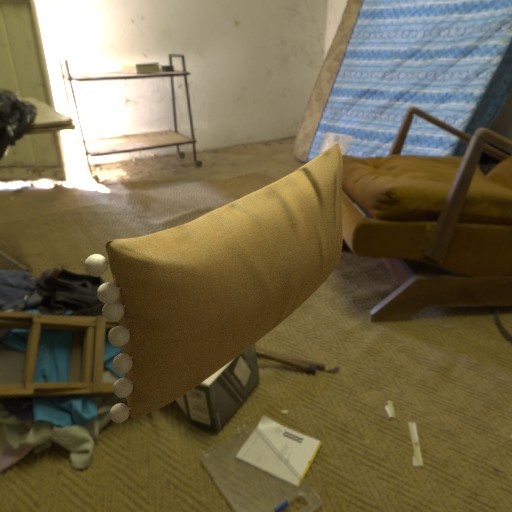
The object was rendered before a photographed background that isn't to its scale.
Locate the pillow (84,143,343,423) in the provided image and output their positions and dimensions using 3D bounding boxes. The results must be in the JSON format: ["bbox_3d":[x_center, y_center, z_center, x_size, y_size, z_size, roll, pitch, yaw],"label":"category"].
[{"bbox_3d":[0.000,0.000,0.862,0.201,0.322,0.709,18,31,32],"label":"pillow"}]
